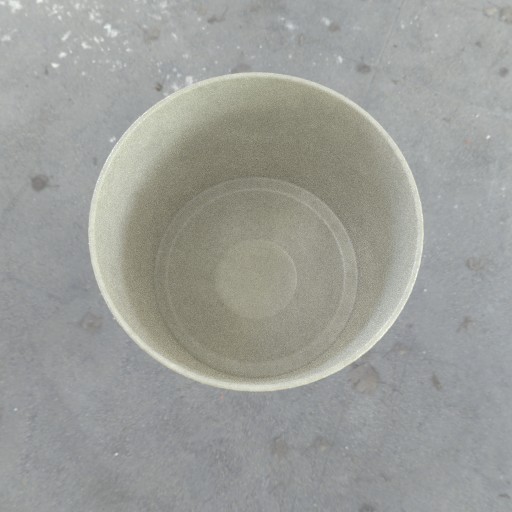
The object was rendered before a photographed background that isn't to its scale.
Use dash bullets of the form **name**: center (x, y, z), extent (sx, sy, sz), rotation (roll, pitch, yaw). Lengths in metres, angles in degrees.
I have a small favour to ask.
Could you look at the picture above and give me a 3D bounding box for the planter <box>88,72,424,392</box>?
- **planter**: center (0.000, 0.000, 0.446), extent (0.250, 0.239, 0.250), rotation (0, 76, 0)
